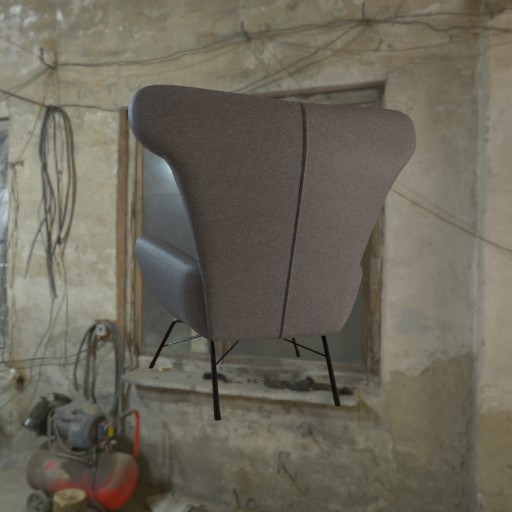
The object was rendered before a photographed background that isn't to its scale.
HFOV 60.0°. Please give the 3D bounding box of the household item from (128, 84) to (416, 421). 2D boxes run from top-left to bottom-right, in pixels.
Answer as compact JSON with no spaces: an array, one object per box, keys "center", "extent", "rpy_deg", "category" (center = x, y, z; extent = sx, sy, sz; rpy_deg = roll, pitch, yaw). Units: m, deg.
[{"center":[0.000,0.000,1.748],"extent":[0.980,1.050,0.900],"rpy_deg":[0,1,-18],"category":"household item"}]
